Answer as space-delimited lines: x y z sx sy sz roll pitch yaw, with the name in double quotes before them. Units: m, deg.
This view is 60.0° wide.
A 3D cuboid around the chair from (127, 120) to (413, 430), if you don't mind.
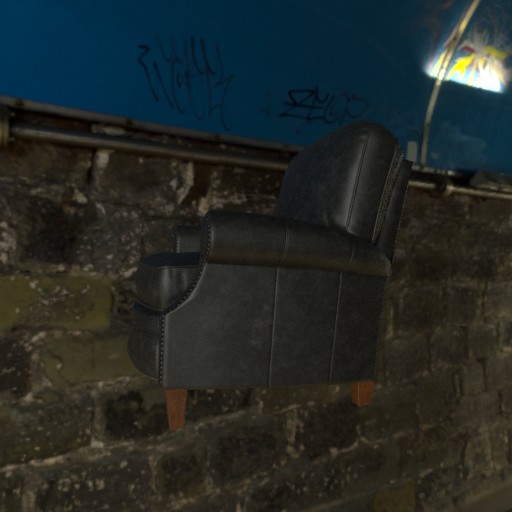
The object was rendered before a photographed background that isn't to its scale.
"chair" 0.000 0.000 1.763 0.986 1.018 0.936 0 0 -17
